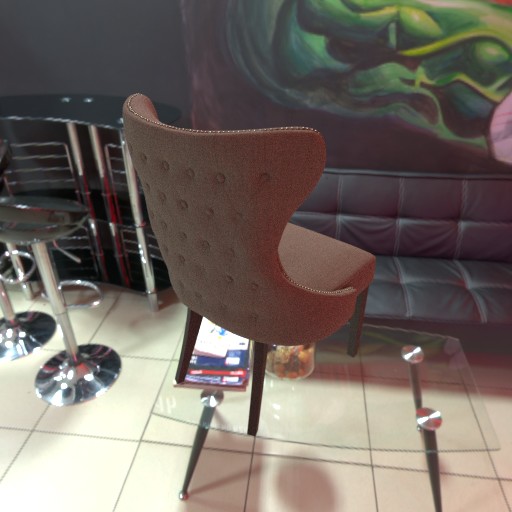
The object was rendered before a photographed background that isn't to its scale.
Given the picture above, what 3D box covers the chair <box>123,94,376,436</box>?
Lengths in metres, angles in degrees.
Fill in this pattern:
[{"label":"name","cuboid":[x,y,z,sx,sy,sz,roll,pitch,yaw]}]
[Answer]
[{"label":"chair","cuboid":[0.000,0.000,1.392,0.628,0.967,0.635,23,38,33]}]
